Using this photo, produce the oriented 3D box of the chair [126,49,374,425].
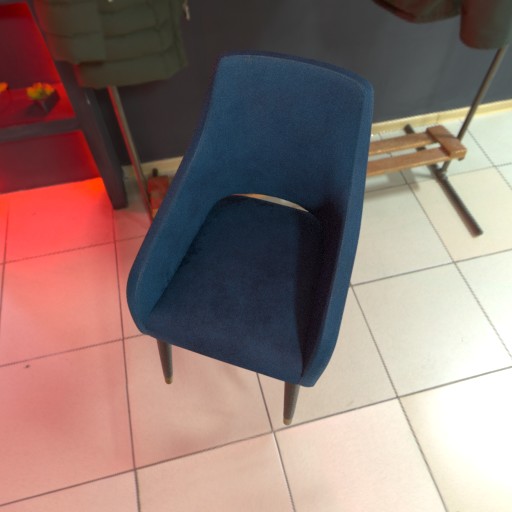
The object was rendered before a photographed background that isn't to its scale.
[{"bbox_3d":[0.000,0.000,1.582,0.683,1.081,0.794,16,58,10],"label":"chair"}]
